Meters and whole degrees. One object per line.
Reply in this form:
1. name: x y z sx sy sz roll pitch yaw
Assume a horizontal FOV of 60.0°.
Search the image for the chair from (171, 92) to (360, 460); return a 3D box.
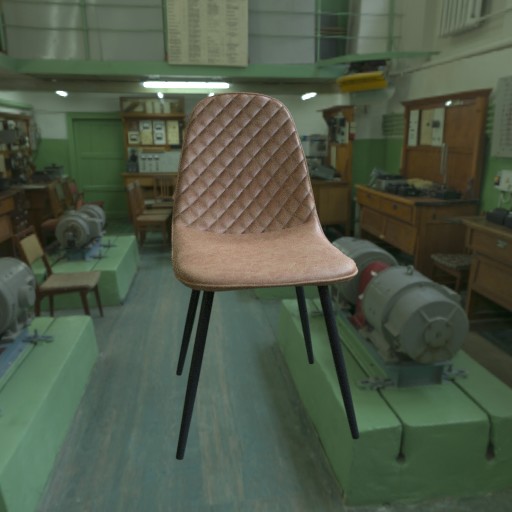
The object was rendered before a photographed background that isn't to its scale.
1. chair: 0.000 0.000 1.211 0.472 0.889 0.561 -3 15 -9
